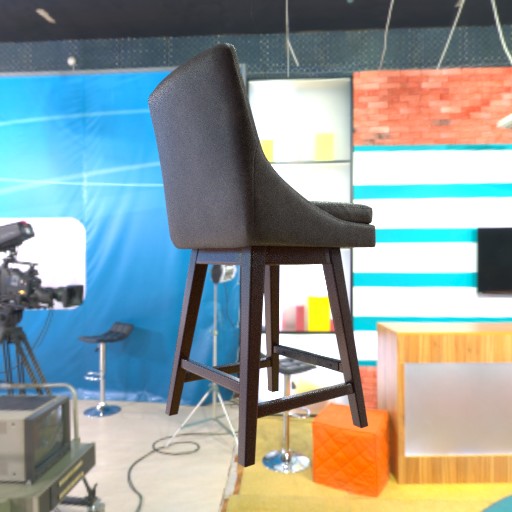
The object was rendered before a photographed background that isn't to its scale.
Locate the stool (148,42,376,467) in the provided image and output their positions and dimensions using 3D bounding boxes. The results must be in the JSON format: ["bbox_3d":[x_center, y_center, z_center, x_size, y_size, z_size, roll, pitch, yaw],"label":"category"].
[{"bbox_3d":[0.000,0.000,1.400,0.587,1.046,0.492,0,0,-36],"label":"stool"}]
